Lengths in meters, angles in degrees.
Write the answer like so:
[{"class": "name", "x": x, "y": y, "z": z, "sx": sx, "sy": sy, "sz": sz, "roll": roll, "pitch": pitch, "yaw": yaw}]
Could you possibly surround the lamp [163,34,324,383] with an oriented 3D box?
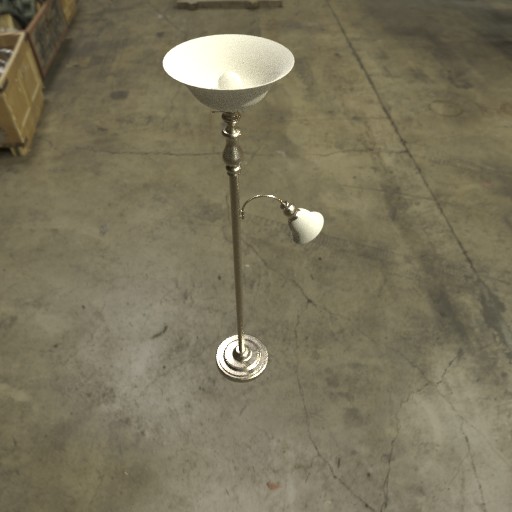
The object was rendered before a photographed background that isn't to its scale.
[{"class": "lamp", "x": 0.000, "y": 0.000, "z": 2.024, "sx": 0.575, "sy": 1.785, "sz": 0.405, "roll": -3, "pitch": 47, "yaw": -3}]
